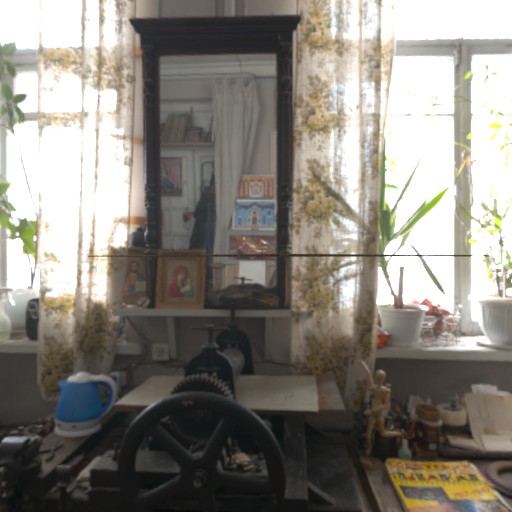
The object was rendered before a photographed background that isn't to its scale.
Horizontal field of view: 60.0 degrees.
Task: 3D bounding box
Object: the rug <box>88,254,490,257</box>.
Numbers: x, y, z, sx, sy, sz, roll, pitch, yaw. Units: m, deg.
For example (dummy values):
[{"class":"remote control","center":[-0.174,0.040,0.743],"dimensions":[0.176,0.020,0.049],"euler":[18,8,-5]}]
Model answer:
[{"class":"rug","center":[0.000,0.000,2.336],"dimensions":[1.221,0.006,1.827],"euler":[0,0,-36]}]
